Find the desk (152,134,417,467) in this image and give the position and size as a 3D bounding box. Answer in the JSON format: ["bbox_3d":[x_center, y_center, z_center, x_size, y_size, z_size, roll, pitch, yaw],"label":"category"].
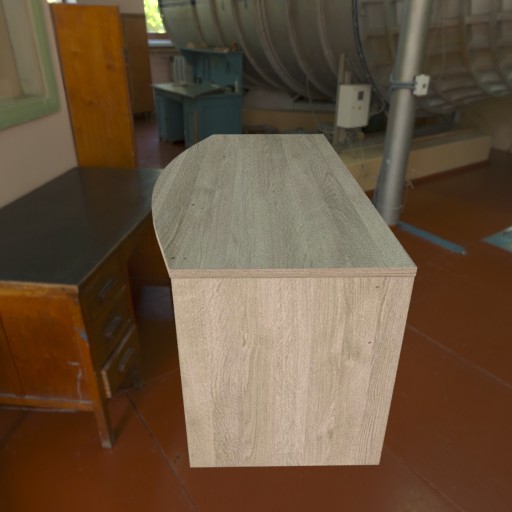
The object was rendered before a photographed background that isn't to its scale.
[{"bbox_3d":[0.000,0.000,2.014,0.802,0.752,1.600,0,27,-1],"label":"desk"}]
